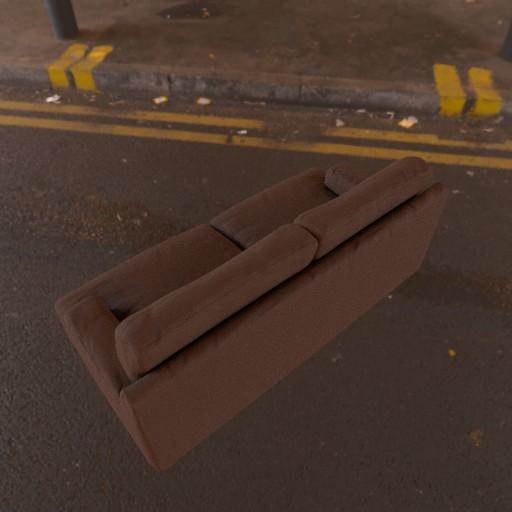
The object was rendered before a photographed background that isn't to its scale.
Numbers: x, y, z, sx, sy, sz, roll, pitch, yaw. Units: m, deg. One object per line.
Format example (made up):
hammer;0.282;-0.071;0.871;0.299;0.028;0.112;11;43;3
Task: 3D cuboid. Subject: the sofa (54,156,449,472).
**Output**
sofa;0.000;0.000;2.763;2.274;0.950;1.140;-31;52;-27
